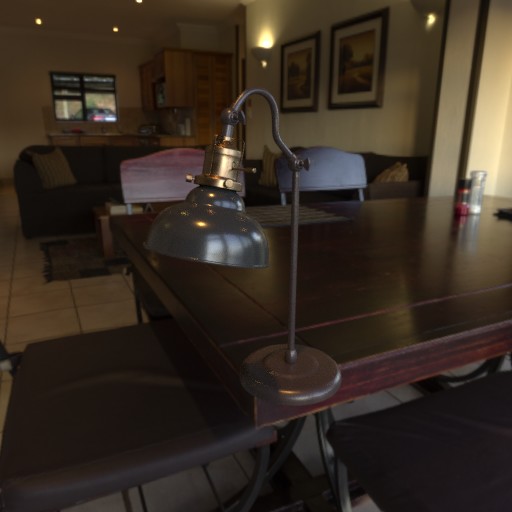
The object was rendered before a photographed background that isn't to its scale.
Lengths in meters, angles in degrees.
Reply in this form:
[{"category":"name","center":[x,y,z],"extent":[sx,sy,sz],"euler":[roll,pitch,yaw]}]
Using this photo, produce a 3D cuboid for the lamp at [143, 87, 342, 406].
[{"category":"lamp","center":[0.000,0.000,0.709],"extent":[0.374,0.508,0.192],"euler":[-15,22,-43]}]
